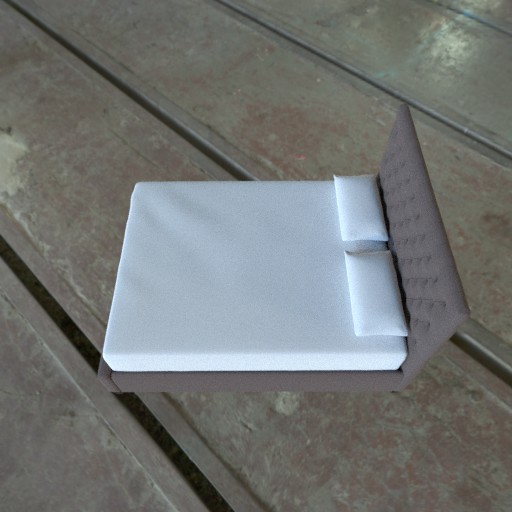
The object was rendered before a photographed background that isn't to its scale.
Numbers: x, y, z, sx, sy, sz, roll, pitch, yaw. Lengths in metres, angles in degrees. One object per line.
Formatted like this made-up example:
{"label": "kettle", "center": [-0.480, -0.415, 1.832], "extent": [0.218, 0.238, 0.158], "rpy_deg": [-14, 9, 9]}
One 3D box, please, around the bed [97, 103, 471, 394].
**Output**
{"label": "bed", "center": [0.000, 0.000, 3.305], "extent": [2.233, 1.426, 1.696], "rpy_deg": [0, 57, 0]}
